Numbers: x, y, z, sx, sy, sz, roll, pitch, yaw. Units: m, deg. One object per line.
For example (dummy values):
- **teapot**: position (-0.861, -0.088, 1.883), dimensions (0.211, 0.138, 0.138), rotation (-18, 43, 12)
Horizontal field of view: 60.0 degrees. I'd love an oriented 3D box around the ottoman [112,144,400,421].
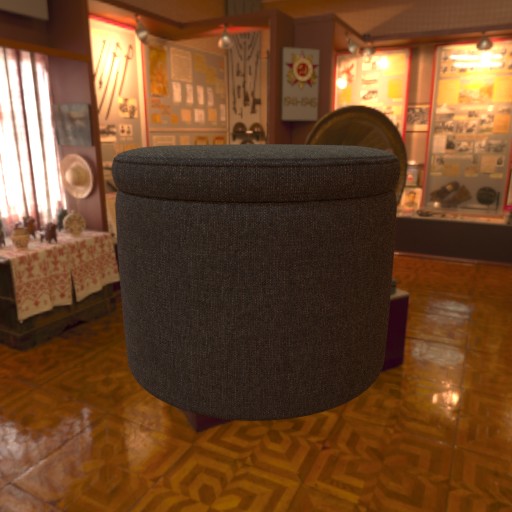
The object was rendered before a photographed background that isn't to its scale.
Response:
- **ottoman**: position (0.000, 0.000, 0.878), dimensions (0.520, 0.430, 0.520), rotation (0, 15, 0)
